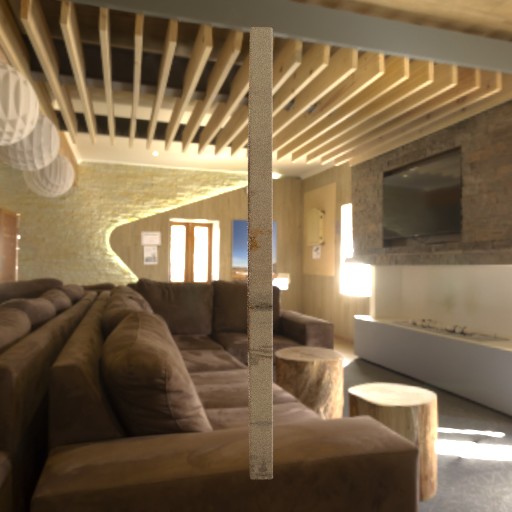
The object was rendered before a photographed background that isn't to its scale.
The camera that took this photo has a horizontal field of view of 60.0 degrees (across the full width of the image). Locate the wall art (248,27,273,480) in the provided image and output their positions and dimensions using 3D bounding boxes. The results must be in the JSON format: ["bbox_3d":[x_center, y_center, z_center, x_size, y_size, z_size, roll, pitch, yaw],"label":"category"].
[{"bbox_3d":[0.000,0.000,1.115,0.038,0.755,0.753,0,-1,-1],"label":"wall art"}]
